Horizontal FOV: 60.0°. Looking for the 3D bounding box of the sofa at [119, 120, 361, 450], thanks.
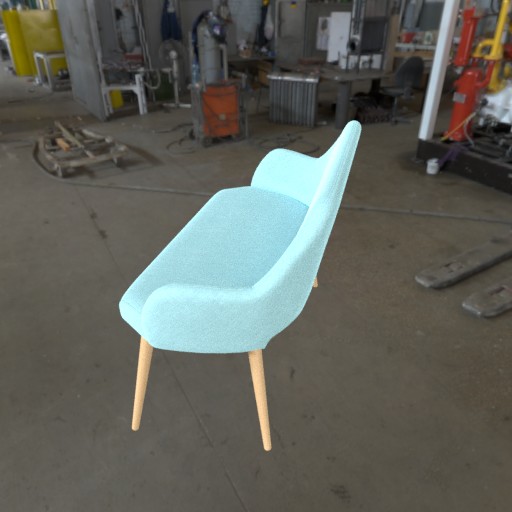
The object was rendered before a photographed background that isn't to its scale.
[{"bbox_3d":[0.000,0.000,1.615,0.610,0.840,1.150,8,32,13],"label":"sofa"}]
